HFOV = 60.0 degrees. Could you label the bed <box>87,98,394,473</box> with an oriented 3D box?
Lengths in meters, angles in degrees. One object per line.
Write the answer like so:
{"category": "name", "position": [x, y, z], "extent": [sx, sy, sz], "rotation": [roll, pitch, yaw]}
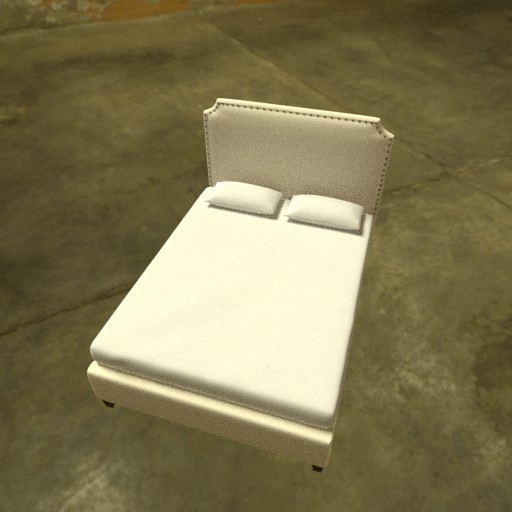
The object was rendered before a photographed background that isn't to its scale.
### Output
{"category": "bed", "position": [0.000, 0.000, 3.472], "extent": [1.712, 1.497, 2.372], "rotation": [12, 42, 13]}
